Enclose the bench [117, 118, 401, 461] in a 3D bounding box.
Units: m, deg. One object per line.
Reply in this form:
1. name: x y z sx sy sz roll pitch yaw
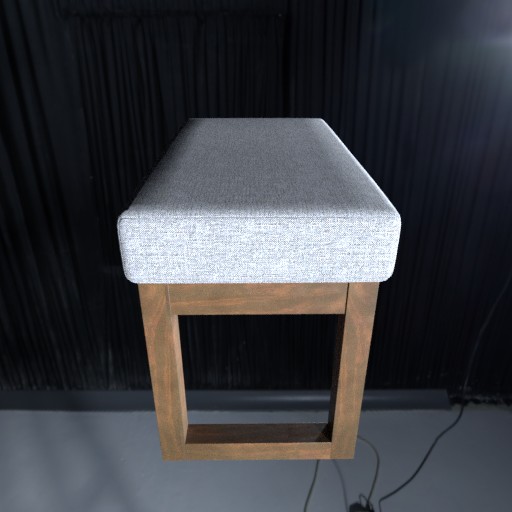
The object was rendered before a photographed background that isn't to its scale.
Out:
1. bench: 0.000 0.000 0.950 0.366 0.467 0.681 0 27 -1
